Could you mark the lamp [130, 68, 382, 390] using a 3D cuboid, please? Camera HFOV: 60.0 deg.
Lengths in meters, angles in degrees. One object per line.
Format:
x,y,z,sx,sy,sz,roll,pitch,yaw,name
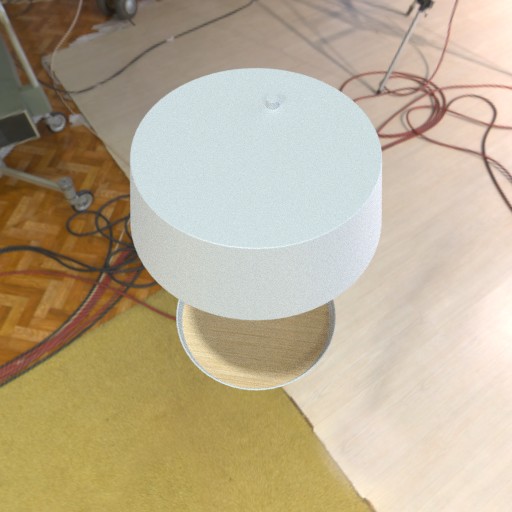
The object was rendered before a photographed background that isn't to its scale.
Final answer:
0.000,0.000,0.611,0.291,0.429,0.291,0,58,0,lamp
